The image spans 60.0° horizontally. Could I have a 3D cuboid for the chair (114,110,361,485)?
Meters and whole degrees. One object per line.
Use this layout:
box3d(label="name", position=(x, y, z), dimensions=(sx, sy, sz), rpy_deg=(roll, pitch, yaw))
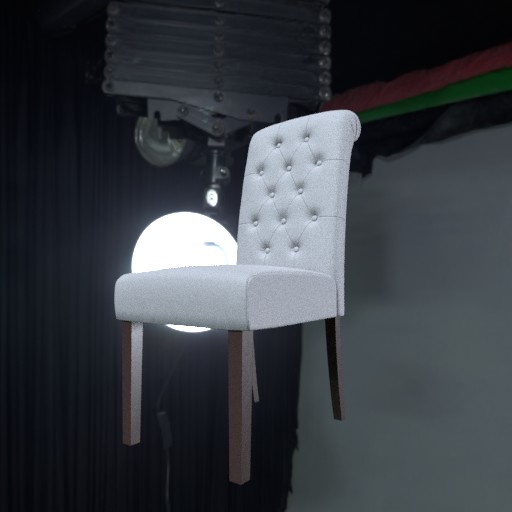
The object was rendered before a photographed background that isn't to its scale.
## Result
box3d(label="chair", position=(0.000, 0.000, 1.336), dimensions=(0.456, 1.006, 0.671), rpy_deg=(-2, -4, 37))
